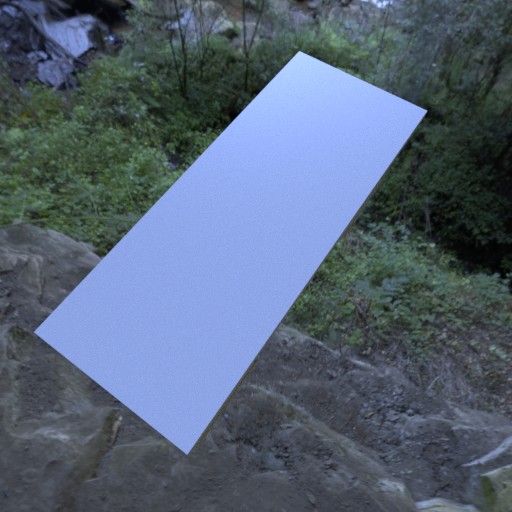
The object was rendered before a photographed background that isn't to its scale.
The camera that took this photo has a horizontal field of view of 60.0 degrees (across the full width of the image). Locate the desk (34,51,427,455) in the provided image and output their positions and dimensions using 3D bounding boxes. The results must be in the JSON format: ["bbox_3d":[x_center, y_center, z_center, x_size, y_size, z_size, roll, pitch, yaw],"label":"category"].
[{"bbox_3d":[0.000,0.000,1.909,0.603,0.773,1.530,32,68,15],"label":"desk"}]
